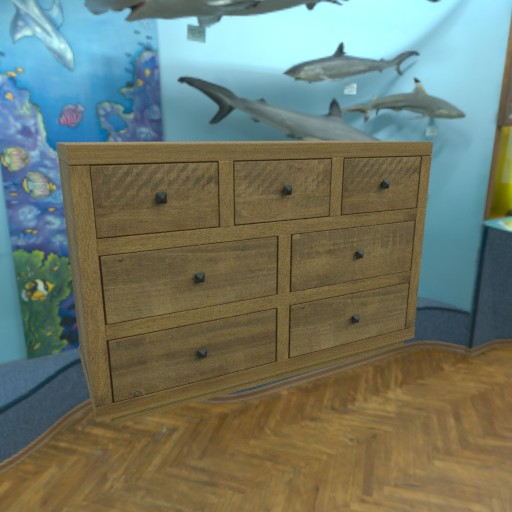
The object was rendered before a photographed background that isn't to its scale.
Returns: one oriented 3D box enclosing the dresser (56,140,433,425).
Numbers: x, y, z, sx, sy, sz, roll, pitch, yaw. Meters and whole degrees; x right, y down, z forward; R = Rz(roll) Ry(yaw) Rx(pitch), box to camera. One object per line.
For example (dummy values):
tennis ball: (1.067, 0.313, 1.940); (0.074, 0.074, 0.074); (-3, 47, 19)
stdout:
dresser: (0.000, 0.000, 1.658); (1.261, 0.825, 0.479); (-8, 17, -26)
